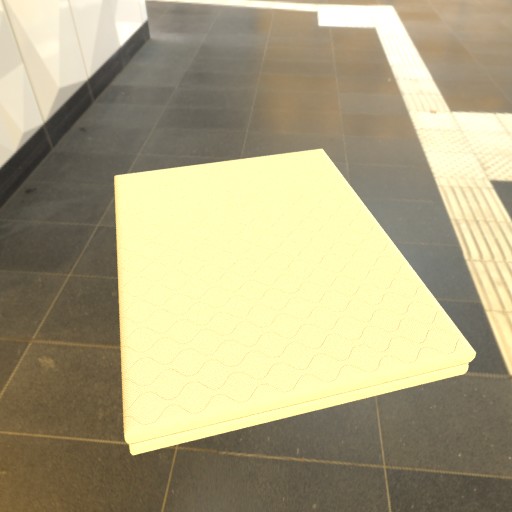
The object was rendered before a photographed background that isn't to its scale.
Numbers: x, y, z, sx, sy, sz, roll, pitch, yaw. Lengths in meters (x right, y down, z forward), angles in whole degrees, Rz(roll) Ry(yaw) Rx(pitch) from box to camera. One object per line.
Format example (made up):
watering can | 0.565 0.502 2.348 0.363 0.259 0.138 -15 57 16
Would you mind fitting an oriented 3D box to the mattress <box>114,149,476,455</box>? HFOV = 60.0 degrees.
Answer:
mattress | 0.000 0.000 2.675 1.600 0.200 2.000 -10 43 -11
